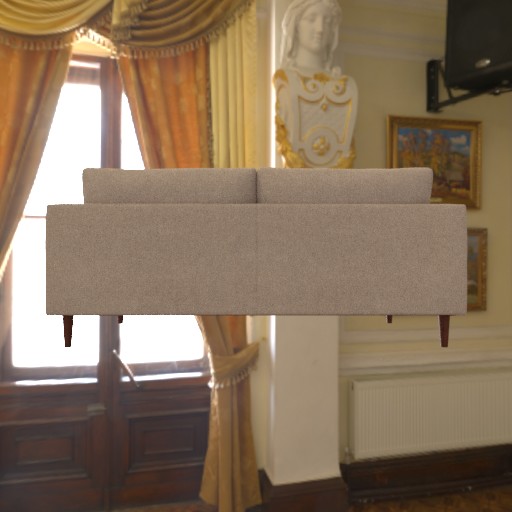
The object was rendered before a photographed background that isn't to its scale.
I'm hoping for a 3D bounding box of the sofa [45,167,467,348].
[{"bbox_3d":[0.000,0.000,2.514,1.948,0.868,1.020,0,-1,-1],"label":"sofa"}]
